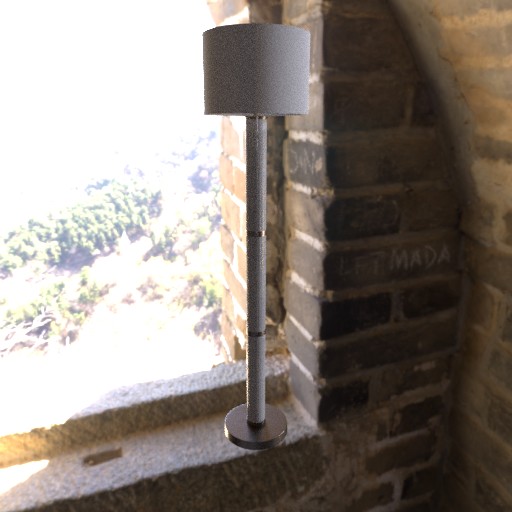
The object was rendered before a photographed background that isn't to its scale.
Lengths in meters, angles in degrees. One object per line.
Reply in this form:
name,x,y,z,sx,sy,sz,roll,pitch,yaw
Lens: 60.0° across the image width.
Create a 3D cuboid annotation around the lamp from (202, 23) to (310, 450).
lamp,0.000,0.000,1.753,0.377,1.599,0.377,8,18,26
